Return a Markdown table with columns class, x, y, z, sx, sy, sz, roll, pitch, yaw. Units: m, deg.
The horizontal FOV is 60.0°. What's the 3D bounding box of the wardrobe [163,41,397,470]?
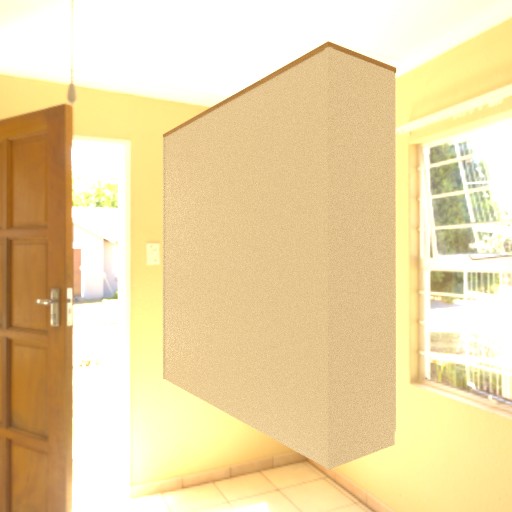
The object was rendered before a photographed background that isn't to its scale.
| class | x | y | z | sx | sy | sz | roll | pitch | yaw |
| --- | --- | --- | --- | --- | --- | --- | --- | --- | --- |
| wardrobe | 0.000 | 0.000 | 3.388 | 0.590 | 2.260 | 2.160 | 0 | 0 | -35 |
